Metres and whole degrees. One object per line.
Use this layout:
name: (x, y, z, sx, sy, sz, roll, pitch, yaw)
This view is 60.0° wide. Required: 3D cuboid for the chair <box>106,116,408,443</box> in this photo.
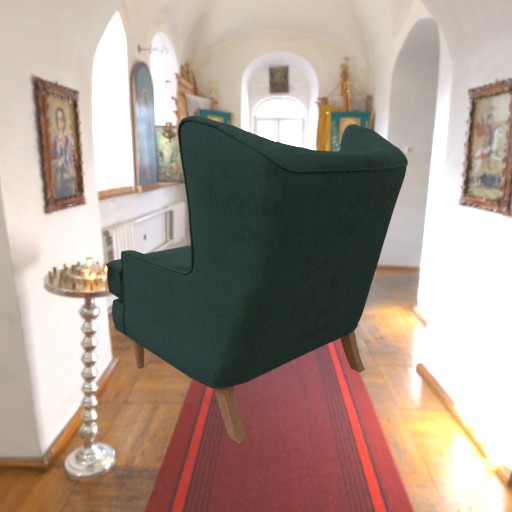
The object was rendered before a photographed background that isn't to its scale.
chair: (0.000, 0.000, 1.646, 0.793, 0.952, 0.910, -13, 19, -41)
